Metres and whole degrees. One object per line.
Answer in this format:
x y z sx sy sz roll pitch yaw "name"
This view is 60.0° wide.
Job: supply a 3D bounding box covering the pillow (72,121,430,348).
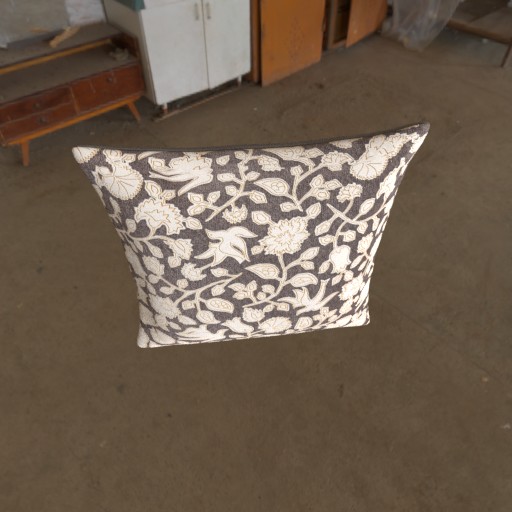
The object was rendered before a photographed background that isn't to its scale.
0.000 0.000 0.822 0.526 0.507 0.166 -5 47 -5 "pillow"
